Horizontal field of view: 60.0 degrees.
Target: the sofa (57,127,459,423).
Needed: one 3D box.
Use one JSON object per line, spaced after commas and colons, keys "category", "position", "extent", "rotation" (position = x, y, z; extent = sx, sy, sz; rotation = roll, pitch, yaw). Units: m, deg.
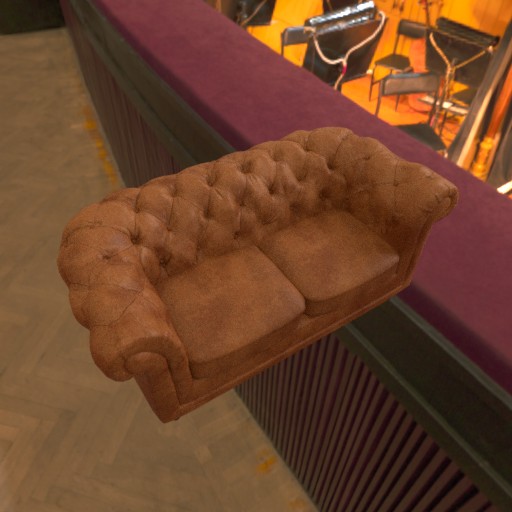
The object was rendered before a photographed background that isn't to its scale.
{"category": "sofa", "position": [0.000, 0.000, 2.515], "extent": [1.979, 0.877, 1.042], "rotation": [-24, 49, -22]}
